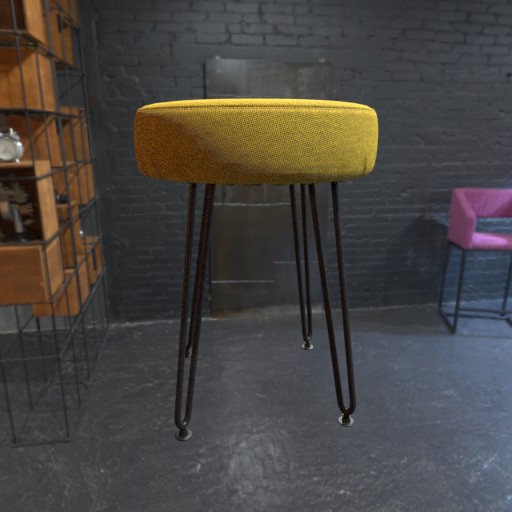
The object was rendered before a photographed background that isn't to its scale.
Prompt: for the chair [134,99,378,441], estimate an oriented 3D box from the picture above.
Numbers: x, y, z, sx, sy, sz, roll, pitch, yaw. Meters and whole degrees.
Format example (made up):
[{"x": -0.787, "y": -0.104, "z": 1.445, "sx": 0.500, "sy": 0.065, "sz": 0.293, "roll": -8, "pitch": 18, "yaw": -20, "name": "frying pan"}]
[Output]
[{"x": 0.000, "y": 0.000, "z": 0.697, "sx": 0.345, "sy": 0.455, "sz": 0.345, "roll": -2, "pitch": 16, "yaw": -7, "name": "chair"}]
